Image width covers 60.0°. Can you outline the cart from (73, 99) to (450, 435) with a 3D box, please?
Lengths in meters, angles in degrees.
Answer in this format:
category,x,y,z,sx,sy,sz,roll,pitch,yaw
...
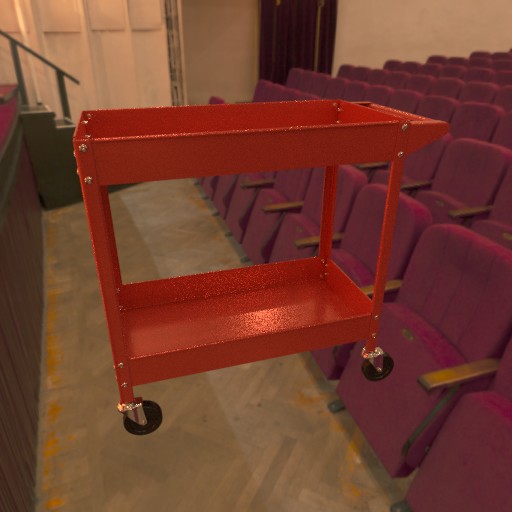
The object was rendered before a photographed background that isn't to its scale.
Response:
category,x,y,z,sx,sy,sz,roll,pitch,yaw
cart,0.000,0.000,1.161,0.779,0.719,0.366,-8,28,-15
